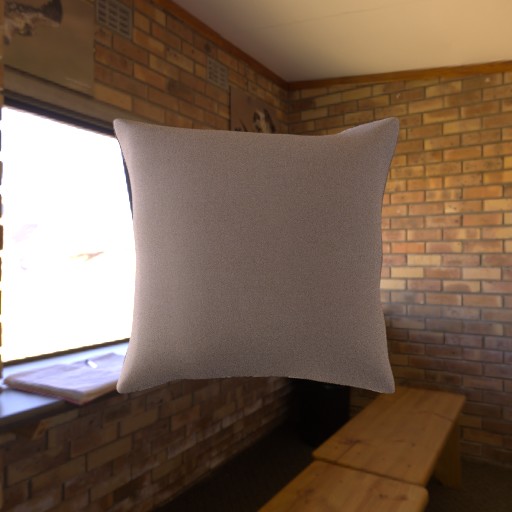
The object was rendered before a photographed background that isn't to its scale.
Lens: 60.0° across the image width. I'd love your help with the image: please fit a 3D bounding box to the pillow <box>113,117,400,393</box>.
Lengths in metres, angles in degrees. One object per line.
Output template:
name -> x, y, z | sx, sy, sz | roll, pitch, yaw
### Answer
pillow -> 0.000, 0.000, 0.644 | 0.416, 0.401, 0.173 | 0, 0, 0
